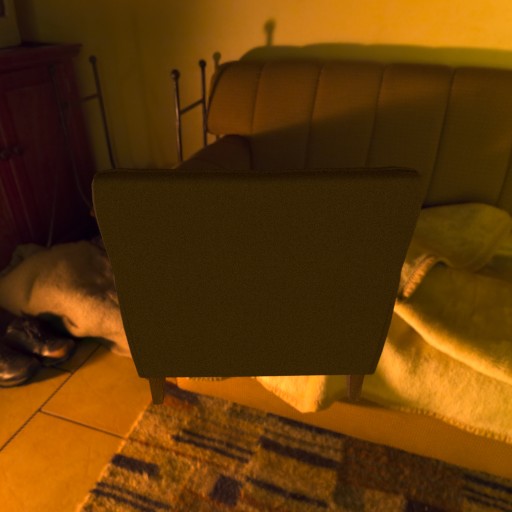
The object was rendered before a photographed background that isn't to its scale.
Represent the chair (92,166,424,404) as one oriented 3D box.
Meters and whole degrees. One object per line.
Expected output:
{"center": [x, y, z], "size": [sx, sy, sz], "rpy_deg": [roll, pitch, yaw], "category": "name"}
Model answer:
{"center": [0.000, 0.000, 1.589], "size": [0.836, 0.911, 0.831], "rpy_deg": [-1, 31, -1], "category": "chair"}
